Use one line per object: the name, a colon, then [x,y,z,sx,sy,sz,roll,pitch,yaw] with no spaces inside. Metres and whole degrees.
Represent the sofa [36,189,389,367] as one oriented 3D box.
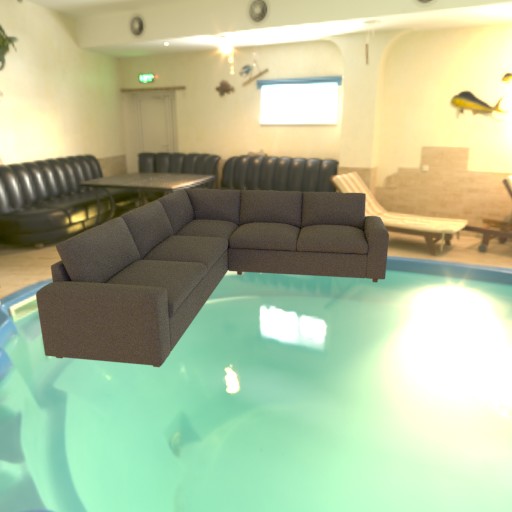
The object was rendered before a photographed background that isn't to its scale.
sofa: [0.000,0.000,4.746,2.895,0.965,3.277,3,17,9]
